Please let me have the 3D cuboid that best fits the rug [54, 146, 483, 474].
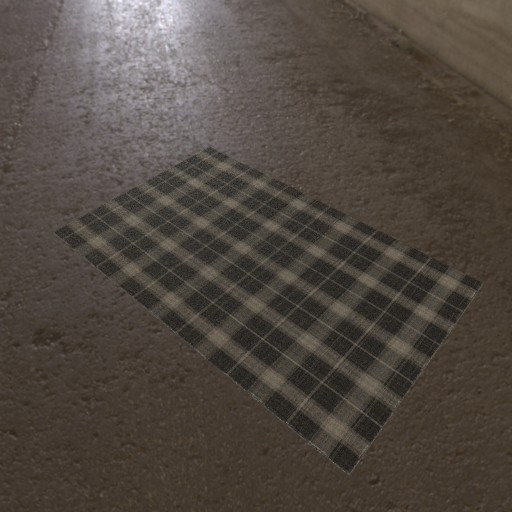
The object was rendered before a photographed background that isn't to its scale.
[{"bbox_3d":[0.000,0.000,2.917,2.434,0.015,1.520,32,53,28],"label":"rug"}]
